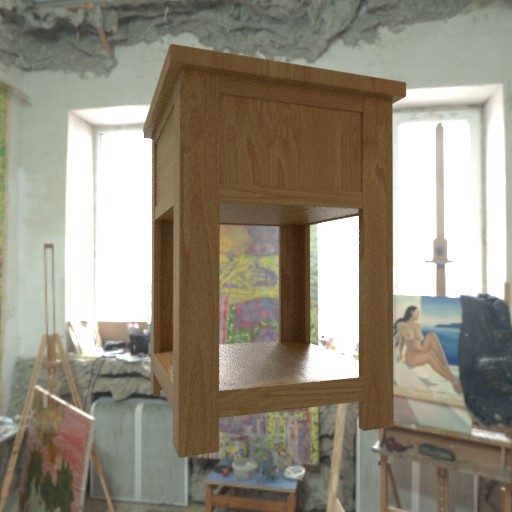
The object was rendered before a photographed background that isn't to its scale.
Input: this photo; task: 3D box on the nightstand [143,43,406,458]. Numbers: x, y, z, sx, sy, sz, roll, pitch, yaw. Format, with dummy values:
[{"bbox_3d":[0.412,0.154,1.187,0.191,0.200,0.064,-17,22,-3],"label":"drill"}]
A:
[{"bbox_3d":[0.000,0.000,0.913,0.418,0.614,0.428,0,-1,-19],"label":"nightstand"}]
